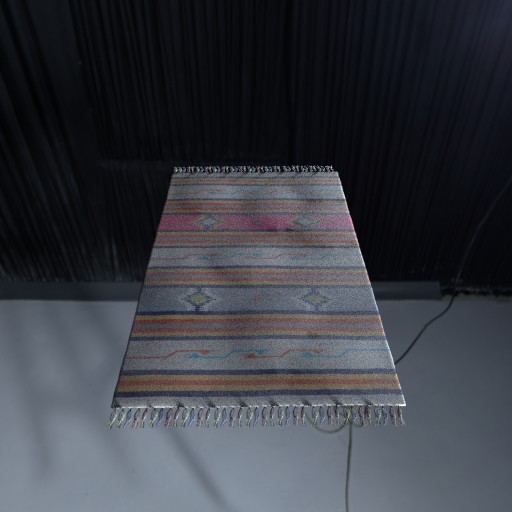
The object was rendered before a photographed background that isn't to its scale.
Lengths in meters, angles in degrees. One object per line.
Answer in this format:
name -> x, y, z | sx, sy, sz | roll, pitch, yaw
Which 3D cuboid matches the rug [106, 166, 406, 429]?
rug -> 0.000, 0.000, 2.257 | 1.084, 0.013, 1.849 | 0, 40, 0
